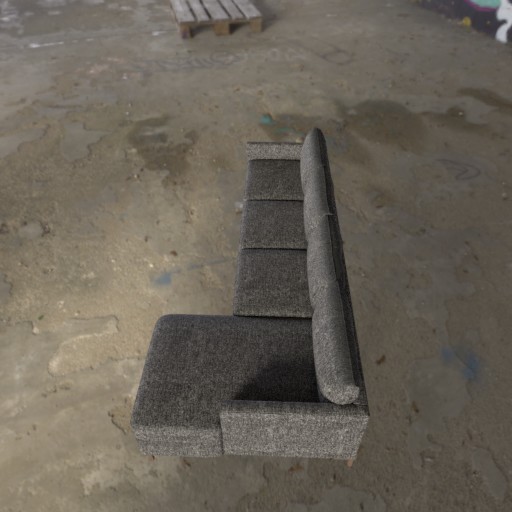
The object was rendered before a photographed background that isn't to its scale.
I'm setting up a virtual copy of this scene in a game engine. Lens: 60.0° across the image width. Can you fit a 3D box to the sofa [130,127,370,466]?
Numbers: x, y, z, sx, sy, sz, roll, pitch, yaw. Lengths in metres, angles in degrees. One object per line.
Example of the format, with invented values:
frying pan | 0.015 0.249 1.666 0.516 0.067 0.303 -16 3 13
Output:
sofa | 0.000 0.000 4.039 1.488 0.970 3.384 1 43 2
